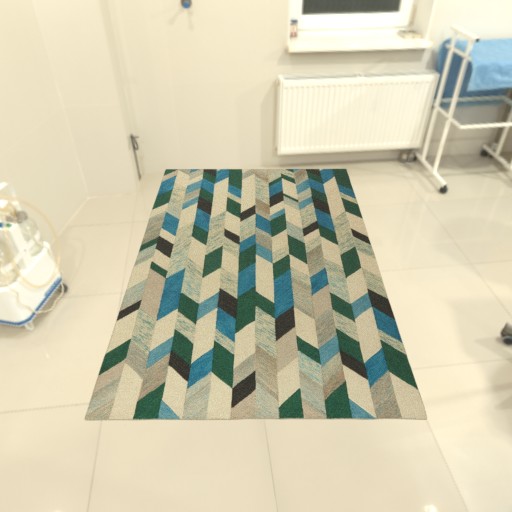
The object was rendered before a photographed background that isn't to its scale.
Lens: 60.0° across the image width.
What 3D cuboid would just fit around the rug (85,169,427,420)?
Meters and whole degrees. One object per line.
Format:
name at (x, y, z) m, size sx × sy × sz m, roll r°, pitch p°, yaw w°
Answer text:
rug at (0.000, 0.000, 2.281) m, size 1.229 × 0.005 × 1.827 m, roll 0°, pitch 40°, yaw 0°
